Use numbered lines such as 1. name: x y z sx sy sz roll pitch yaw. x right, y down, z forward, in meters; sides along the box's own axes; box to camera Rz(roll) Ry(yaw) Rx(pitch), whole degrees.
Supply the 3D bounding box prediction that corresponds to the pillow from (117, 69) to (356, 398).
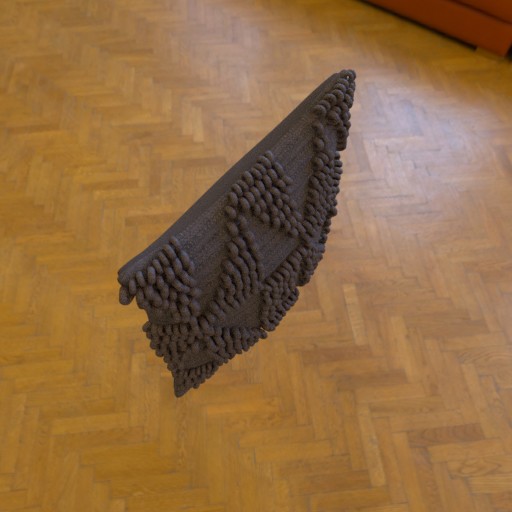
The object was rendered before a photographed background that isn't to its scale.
1. pillow: 0.000 0.000 0.745 0.172 0.467 0.470 34 65 18
